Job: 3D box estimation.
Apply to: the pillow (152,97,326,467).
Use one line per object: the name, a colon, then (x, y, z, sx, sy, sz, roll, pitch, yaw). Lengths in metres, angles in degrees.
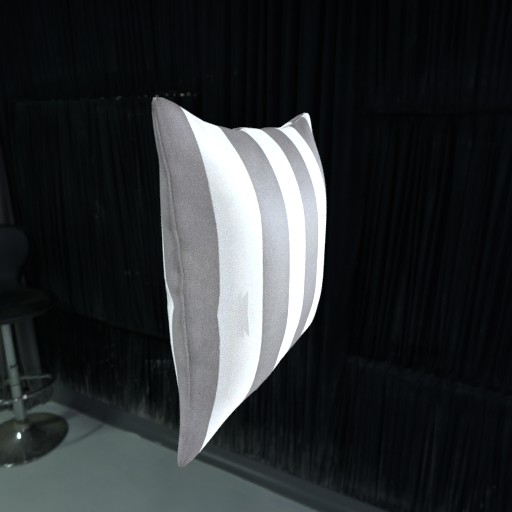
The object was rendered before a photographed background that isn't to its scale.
pillow: (0.000, 0.000, 0.794, 0.192, 0.507, 0.522, 8, 18, 25)
